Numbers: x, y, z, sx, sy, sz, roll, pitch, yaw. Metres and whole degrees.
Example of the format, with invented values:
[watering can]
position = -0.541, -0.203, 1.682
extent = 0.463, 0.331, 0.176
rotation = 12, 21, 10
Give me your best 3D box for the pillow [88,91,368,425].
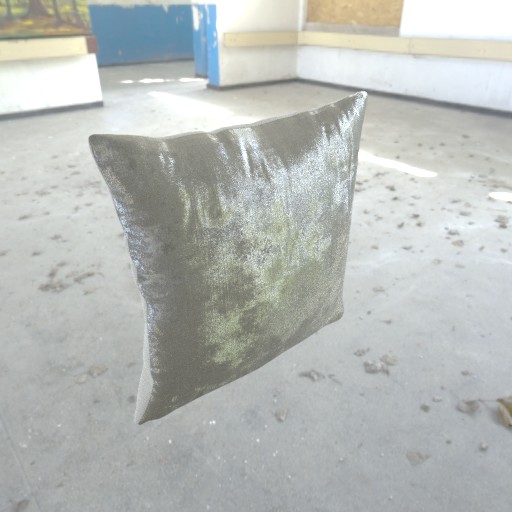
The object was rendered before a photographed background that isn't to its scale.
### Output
[pillow]
position = 0.000, 0.000, 0.709
extent = 0.470, 0.464, 0.175
rotation = -22, 36, -34
